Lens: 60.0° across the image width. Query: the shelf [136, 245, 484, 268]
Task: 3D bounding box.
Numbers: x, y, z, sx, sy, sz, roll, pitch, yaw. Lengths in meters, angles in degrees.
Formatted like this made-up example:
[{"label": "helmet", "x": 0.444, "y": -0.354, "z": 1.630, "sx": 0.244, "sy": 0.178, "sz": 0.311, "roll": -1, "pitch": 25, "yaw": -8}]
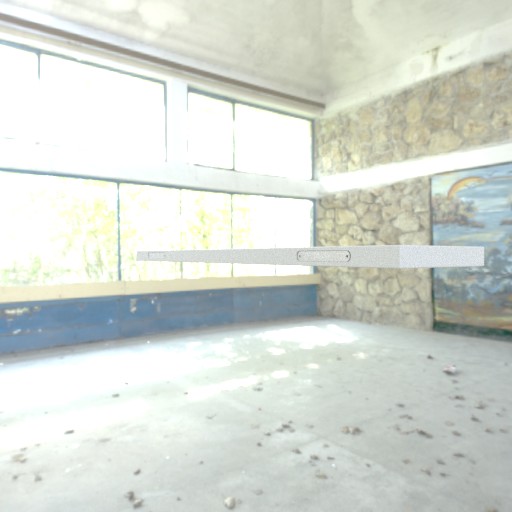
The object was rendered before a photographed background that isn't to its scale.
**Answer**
[{"label": "shelf", "x": 0.000, "y": 0.000, "z": 0.662, "sx": 0.140, "sy": 0.020, "sz": 0.610, "roll": 0, "pitch": 0, "yaw": -36}]
